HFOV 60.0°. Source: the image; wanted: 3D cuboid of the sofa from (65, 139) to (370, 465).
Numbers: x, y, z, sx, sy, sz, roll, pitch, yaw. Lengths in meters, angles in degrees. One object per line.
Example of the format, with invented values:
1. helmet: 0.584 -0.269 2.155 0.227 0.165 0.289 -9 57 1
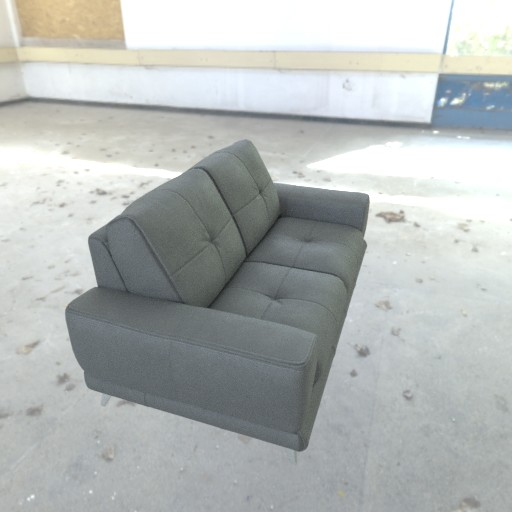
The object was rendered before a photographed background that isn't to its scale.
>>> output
1. sofa: 0.000 0.000 2.366 1.018 0.907 1.806 10 30 17
